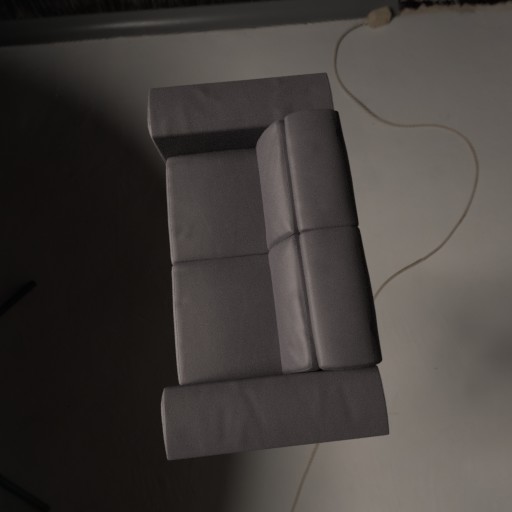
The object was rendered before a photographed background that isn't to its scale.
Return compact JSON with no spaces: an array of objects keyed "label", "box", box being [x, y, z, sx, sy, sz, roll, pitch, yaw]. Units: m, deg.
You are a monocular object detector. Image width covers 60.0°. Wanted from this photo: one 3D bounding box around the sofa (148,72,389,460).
[{"label":"sofa","box":[0.000,0.000,2.391,1.003,0.779,1.895,-6,75,-2]}]
